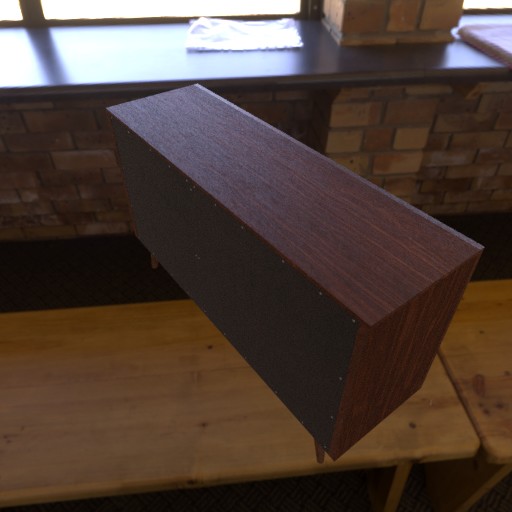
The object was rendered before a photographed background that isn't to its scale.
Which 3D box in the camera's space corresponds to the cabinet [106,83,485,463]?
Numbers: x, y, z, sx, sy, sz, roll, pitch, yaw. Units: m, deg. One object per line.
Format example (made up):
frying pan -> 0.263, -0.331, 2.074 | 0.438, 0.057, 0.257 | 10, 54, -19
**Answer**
cabinet -> 0.000, 0.000, 1.954 | 0.505, 0.940, 1.575 | -27, 48, -27
